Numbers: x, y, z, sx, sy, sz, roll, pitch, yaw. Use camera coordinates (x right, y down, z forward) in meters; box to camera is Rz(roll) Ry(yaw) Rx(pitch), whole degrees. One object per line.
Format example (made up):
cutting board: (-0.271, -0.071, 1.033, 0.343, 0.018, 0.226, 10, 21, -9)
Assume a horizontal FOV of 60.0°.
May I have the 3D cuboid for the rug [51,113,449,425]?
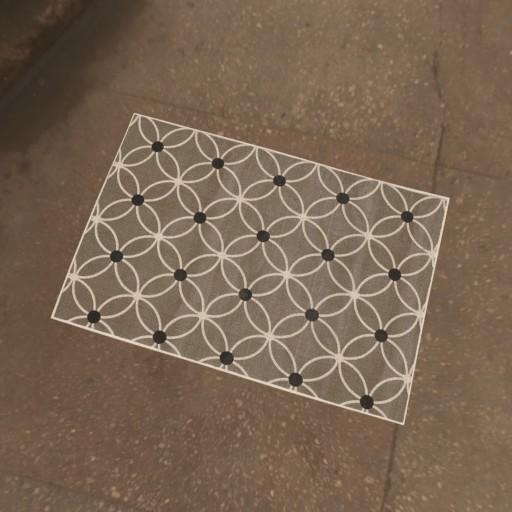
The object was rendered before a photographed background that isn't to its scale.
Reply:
rug: (0.000, 0.000, 2.902, 2.284, 0.008, 1.522, 16, 77, 4)
